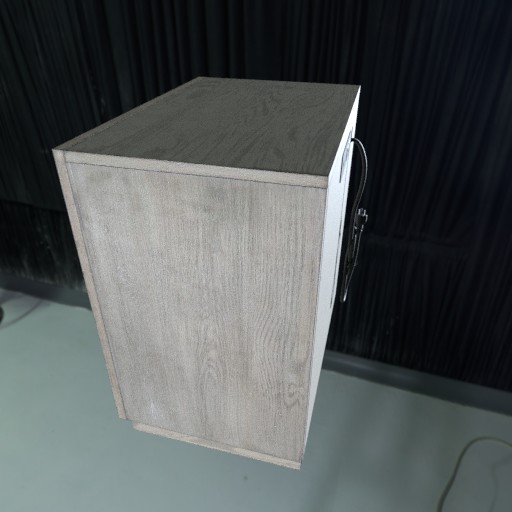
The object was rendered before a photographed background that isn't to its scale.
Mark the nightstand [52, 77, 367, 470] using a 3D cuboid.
[{"bbox_3d":[0.000,0.000,1.049,0.483,0.673,0.612,8,33,13],"label":"nightstand"}]
